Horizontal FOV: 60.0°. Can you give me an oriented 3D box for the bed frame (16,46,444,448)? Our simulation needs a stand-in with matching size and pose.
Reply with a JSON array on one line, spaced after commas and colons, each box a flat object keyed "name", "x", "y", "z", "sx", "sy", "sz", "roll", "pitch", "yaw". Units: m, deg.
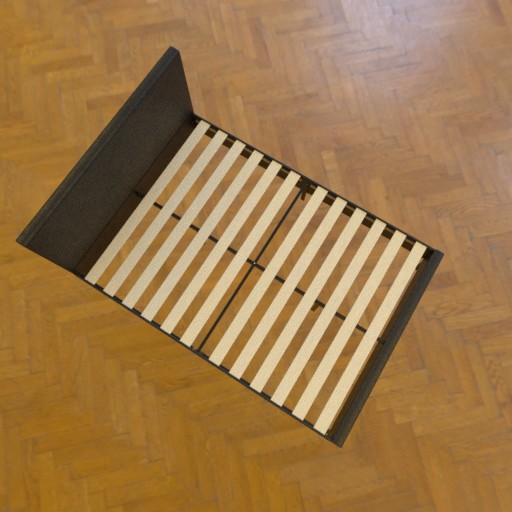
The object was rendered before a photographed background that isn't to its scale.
[{"name": "bed frame", "x": 0.000, "y": 0.000, "z": 2.897, "sx": 2.152, "sy": 1.046, "sz": 1.469, "roll": 31, "pitch": 77, "yaw": 8}]
